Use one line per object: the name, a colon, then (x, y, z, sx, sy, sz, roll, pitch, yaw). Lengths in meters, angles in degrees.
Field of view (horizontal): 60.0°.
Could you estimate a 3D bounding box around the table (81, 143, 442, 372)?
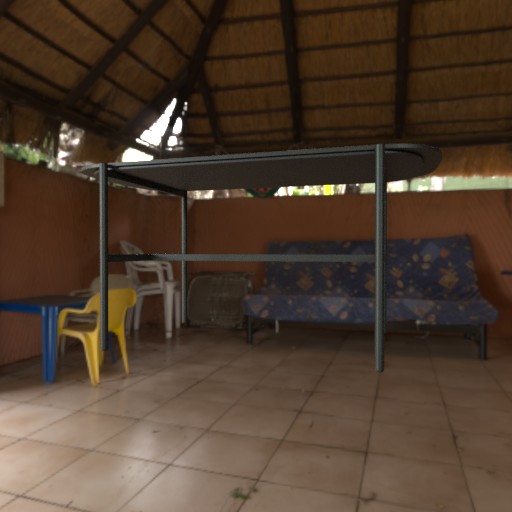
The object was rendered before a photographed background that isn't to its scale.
table: (0.000, 0.000, 1.043, 0.800, 0.400, 0.400, 0, 1, 17)
